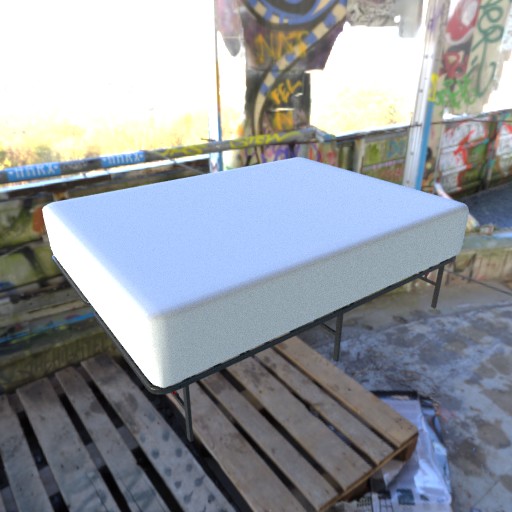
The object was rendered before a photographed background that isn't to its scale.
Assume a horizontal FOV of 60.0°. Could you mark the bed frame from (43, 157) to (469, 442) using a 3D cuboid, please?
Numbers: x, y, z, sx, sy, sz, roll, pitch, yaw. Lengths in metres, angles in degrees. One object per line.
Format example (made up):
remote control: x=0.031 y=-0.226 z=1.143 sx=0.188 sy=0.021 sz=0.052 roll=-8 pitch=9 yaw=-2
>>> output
bed frame: x=0.000 y=0.000 z=2.725 sx=2.037 sy=0.677 sz=1.528 roll=-18 pitch=31 yaw=-32
